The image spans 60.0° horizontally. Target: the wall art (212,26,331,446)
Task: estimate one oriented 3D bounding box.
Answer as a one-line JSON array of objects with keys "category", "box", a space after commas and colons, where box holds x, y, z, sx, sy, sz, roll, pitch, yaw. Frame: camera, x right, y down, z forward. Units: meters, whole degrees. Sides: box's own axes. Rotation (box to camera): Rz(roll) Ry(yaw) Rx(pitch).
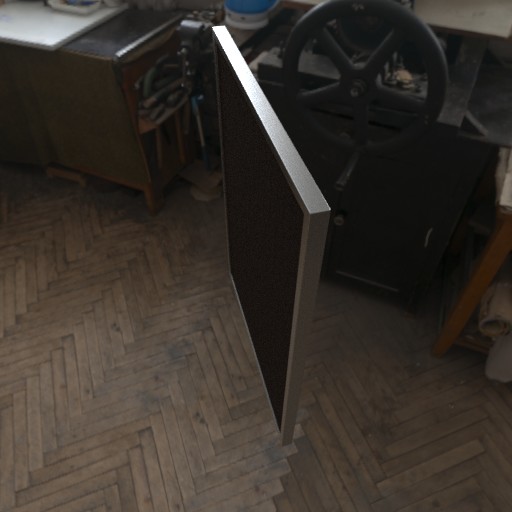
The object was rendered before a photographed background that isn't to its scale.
[{"category": "wall art", "box": [0.000, 0.000, 1.373, 0.037, 1.062, 0.801, -11, 49, -10]}]
